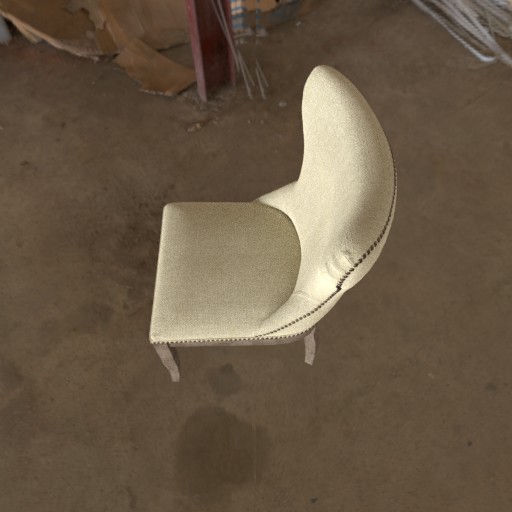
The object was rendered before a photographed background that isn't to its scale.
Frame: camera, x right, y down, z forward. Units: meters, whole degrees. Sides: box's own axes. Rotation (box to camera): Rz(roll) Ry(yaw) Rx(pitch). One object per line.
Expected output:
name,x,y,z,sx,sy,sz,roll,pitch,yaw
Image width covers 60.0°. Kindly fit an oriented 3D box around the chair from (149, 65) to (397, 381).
chair,0.000,0.000,1.470,0.681,1.002,0.654,-1,58,-1
